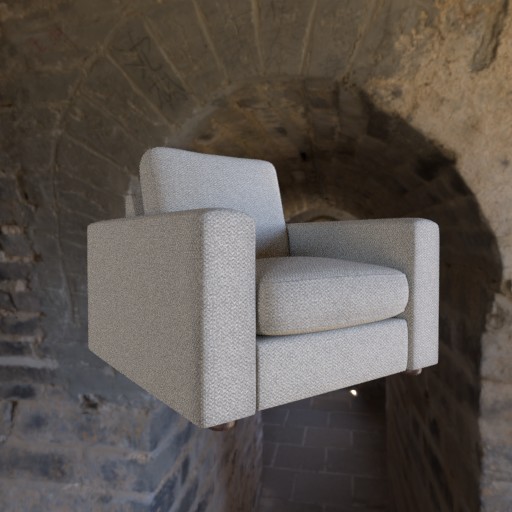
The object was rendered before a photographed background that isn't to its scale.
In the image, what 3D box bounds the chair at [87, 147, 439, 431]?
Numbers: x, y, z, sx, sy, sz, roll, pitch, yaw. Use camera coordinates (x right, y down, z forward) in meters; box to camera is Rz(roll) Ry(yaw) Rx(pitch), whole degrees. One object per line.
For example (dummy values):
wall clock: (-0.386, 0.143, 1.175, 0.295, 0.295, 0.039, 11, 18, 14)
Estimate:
chair: (0.000, 0.000, 1.716, 1.005, 0.873, 1.016, -1, 2, -36)
